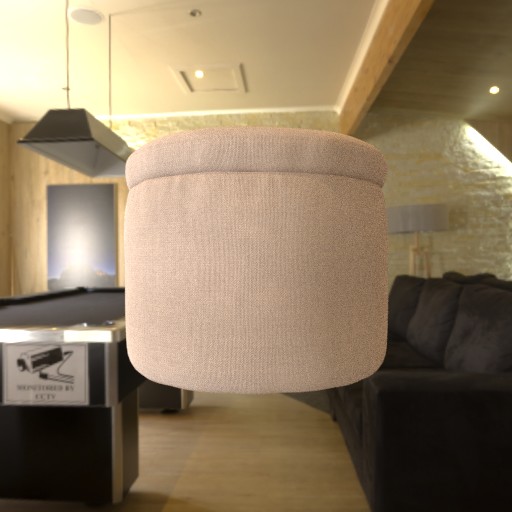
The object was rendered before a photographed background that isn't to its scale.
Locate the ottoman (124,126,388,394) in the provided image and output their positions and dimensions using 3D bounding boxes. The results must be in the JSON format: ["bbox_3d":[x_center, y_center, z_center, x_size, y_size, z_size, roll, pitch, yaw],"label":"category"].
[{"bbox_3d":[0.000,0.000,0.870,0.497,0.409,0.497,0,0,0],"label":"ottoman"}]
